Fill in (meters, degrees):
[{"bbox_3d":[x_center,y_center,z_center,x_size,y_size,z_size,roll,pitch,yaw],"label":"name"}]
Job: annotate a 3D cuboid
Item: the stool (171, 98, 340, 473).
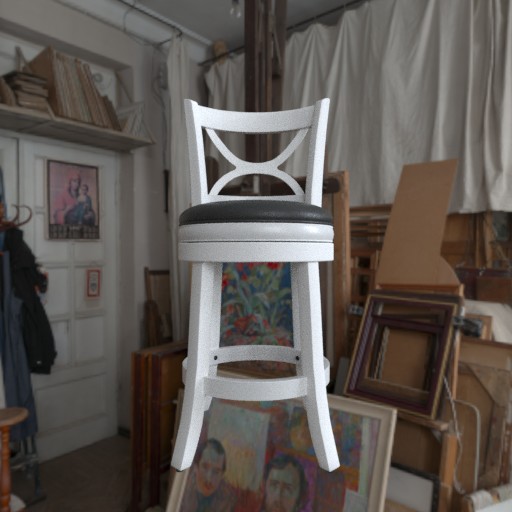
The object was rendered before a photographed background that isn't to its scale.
[{"bbox_3d":[0.000,0.000,1.211,0.444,0.953,0.508,0,1,1],"label":"stool"}]
